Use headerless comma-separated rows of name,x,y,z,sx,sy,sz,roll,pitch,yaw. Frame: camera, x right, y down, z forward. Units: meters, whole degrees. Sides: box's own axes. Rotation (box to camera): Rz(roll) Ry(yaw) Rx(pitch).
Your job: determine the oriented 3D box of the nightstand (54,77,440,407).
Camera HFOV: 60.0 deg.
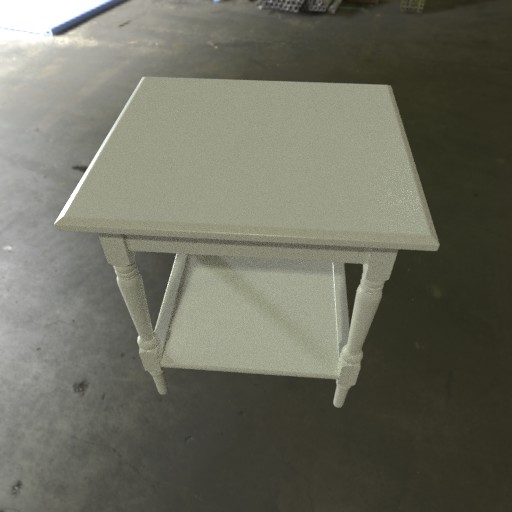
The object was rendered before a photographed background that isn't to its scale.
nightstand,0.000,0.000,0.931,0.505,0.555,0.459,3,45,3
